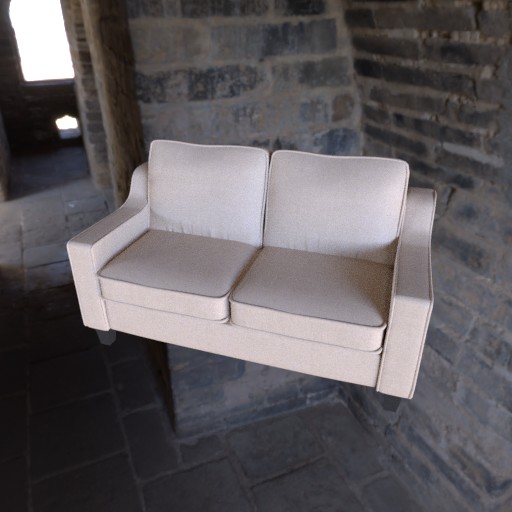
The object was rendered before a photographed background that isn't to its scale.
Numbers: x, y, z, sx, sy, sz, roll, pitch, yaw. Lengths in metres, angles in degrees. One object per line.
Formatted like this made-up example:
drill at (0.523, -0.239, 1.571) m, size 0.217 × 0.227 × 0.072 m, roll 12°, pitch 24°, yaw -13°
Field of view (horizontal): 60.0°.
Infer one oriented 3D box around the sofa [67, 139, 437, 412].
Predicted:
sofa at (0.000, 0.000, 3.553) m, size 2.587 × 1.562 × 1.351 m, roll 9°, pitch 29°, yaw 16°
